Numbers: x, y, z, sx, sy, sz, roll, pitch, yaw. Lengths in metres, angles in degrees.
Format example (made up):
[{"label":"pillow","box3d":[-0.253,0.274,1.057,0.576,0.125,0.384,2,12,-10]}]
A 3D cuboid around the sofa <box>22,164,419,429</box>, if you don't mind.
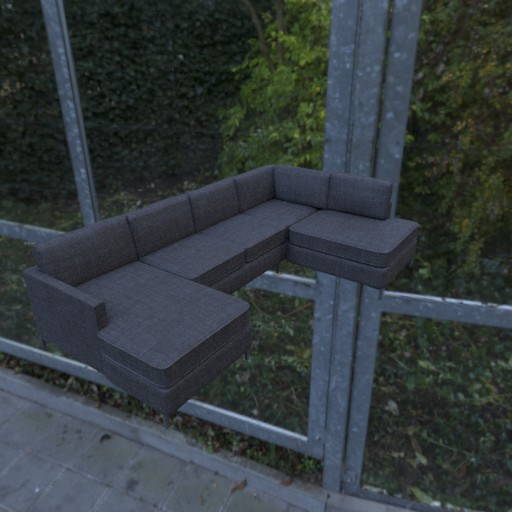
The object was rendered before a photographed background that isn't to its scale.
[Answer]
[{"label":"sofa","box3d":[0.000,0.000,4.209,2.048,0.999,3.423,17,30,32]}]
